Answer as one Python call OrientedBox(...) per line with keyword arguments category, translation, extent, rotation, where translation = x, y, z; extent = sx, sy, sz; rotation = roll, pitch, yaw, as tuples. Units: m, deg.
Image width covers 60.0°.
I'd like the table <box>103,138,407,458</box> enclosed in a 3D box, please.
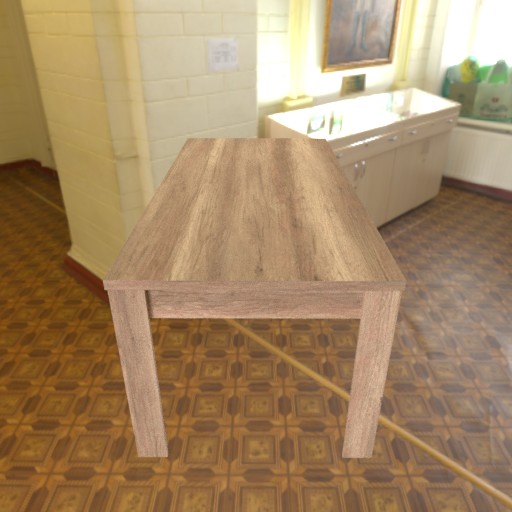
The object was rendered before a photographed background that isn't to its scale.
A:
OrientedBox(category="table", translation=(0.000, 0.000, 2.291), extent=(0.900, 0.790, 1.800), rotation=(0, 28, 0))
